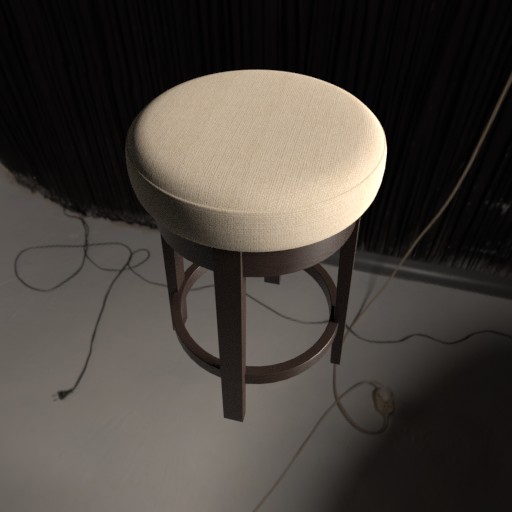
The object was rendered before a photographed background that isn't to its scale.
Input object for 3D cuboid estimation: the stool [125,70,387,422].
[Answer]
[{"bbox_3d":[0.000,0.000,0.944,0.449,0.655,0.449,0,46,0],"label":"stool"}]
